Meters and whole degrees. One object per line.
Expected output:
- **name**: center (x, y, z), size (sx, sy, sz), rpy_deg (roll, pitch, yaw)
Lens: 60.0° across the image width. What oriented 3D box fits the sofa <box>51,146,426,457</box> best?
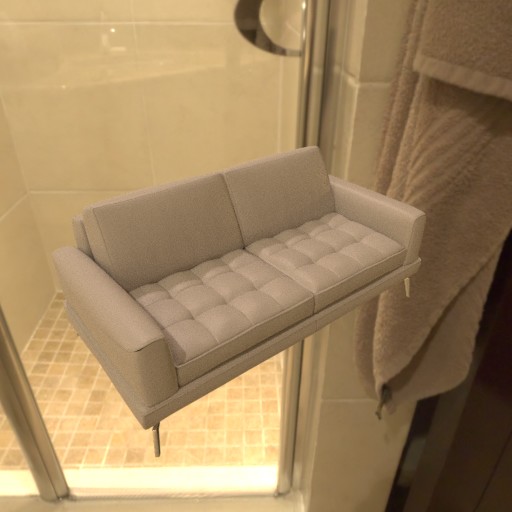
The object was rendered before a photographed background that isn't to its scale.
- **sofa**: center (0.000, 0.000, 2.796), size (2.177, 0.930, 1.121), rpy_deg (-22, 38, -32)
